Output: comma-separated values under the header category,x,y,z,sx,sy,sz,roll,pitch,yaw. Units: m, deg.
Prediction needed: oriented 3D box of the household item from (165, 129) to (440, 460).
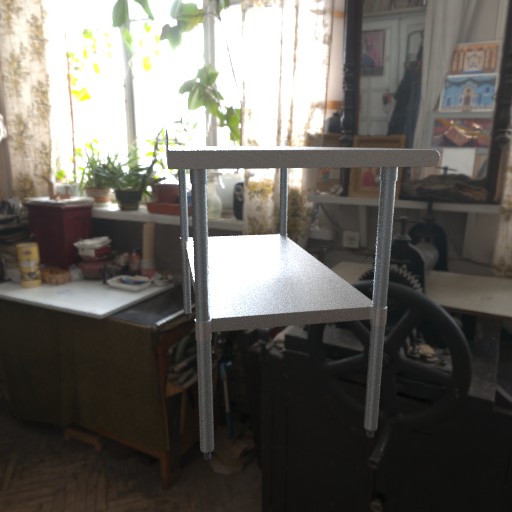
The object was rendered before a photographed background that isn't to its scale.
category,x,y,z,sx,sy,sz,roll,pitch,yaw
household item,0.000,0.000,1.619,0.610,0.851,1.219,-3,14,-11
